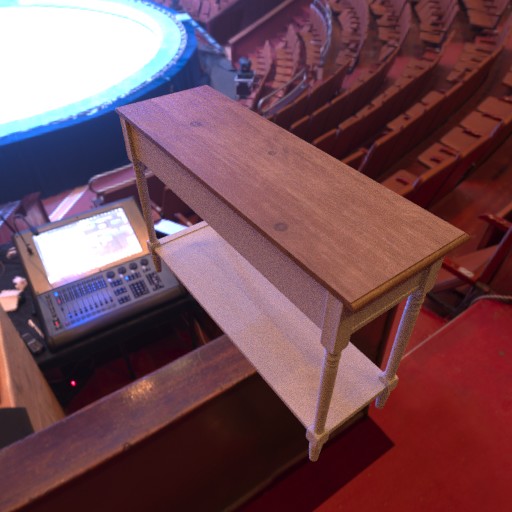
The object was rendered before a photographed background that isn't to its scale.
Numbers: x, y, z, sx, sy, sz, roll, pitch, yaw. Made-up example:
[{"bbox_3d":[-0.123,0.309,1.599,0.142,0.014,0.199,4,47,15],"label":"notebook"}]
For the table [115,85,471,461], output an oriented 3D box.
[{"bbox_3d":[0.000,0.000,1.610,0.399,0.800,1.219,-26,47,-26],"label":"table"}]
